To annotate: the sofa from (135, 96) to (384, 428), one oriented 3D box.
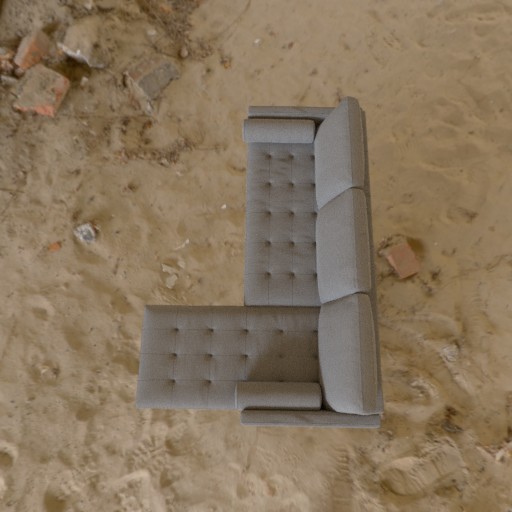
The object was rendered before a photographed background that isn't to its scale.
[{"bbox_3d":[0.000,0.000,3.057,1.506,0.875,2.178,1,74,0],"label":"sofa"}]
